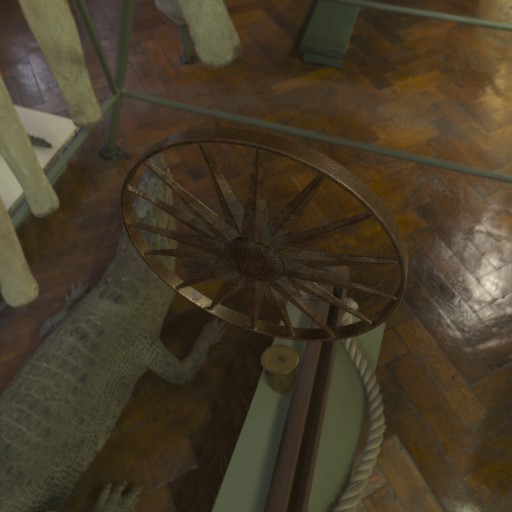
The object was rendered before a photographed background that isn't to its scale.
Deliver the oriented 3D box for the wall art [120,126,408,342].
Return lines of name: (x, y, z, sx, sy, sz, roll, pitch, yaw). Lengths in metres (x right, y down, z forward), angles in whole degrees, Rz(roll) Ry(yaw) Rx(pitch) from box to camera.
wall art: (0.000, 0.000, 0.896, 0.582, 0.583, 0.084, 16, 59, 10)
